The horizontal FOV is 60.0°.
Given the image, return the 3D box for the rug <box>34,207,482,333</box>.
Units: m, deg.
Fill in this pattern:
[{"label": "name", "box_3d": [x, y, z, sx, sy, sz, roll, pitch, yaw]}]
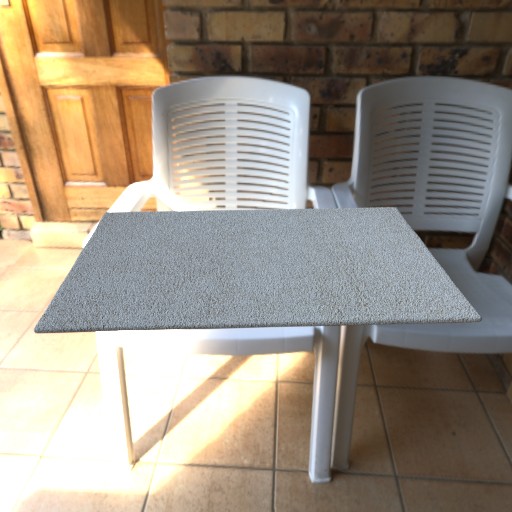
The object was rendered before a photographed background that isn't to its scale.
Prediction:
[{"label": "rug", "box_3d": [0.000, 0.000, 3.054, 2.438, 0.030, 1.524, -1, 30, -2]}]
